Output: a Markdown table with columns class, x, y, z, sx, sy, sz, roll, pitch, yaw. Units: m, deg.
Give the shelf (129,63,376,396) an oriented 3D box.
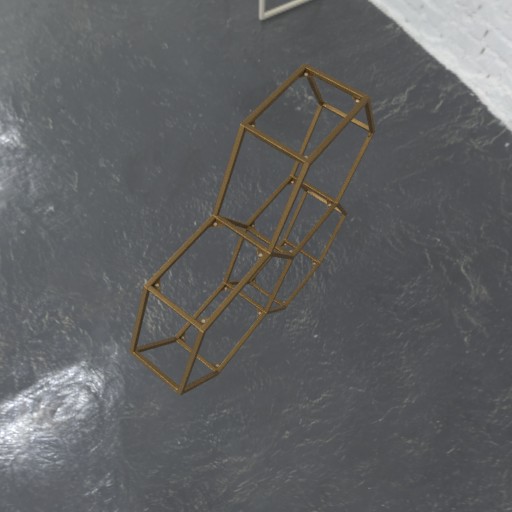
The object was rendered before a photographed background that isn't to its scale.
| class | x | y | z | sx | sy | sz | roll | pitch | yaw |
| --- | --- | --- | --- | --- | --- | --- | --- | --- | --- |
| shelf | 0.000 | 0.000 | 1.068 | 0.150 | 0.701 | 0.708 | 34 | 68 | 16 |
